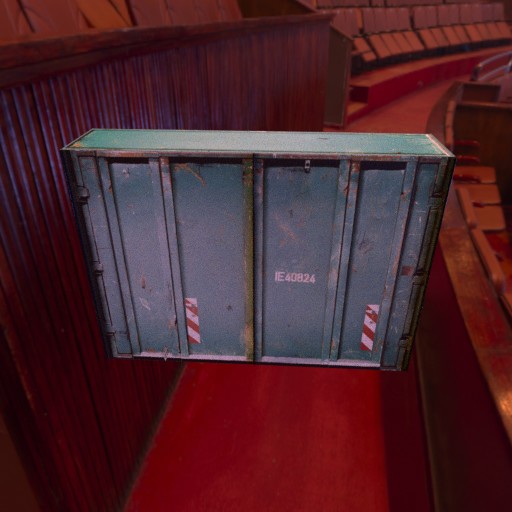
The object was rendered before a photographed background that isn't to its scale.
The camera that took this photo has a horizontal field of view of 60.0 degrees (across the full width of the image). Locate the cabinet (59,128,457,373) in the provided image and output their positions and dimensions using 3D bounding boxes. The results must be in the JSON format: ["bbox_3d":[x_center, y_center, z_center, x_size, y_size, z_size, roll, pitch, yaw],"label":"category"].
[{"bbox_3d":[0.000,0.000,4.170,3.001,2.160,0.680,2,30,3],"label":"cabinet"}]
